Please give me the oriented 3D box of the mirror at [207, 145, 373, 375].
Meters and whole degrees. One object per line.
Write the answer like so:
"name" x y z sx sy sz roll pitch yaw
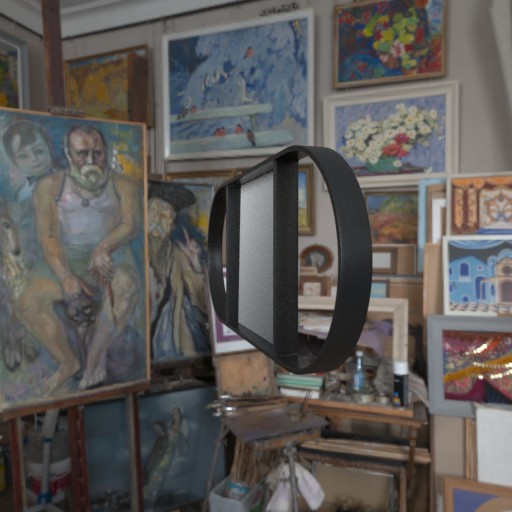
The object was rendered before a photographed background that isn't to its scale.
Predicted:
"mirror" 0.000 0.000 0.664 0.032 0.254 0.584 0 2 -18
